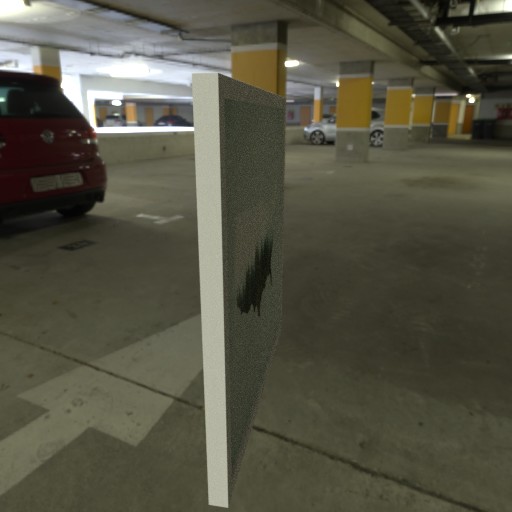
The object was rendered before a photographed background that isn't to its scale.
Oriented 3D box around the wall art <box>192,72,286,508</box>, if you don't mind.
[{"bbox_3d":[0.000,0.000,1.085,0.038,0.762,0.762,3,17,10],"label":"wall art"}]
